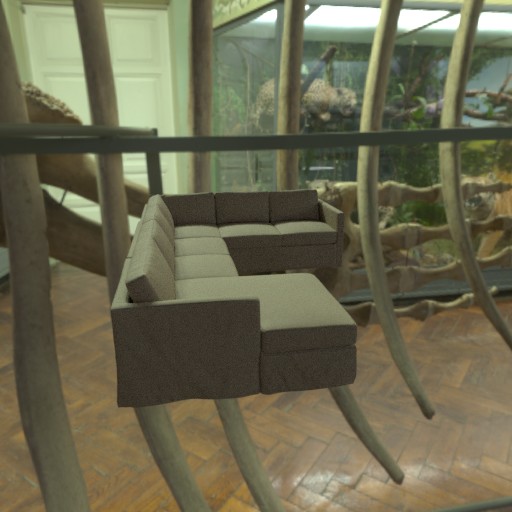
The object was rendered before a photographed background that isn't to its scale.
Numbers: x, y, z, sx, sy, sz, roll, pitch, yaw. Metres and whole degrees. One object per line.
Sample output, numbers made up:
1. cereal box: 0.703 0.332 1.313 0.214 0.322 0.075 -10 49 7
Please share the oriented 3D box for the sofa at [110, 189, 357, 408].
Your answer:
1. sofa: 0.000 0.000 4.565 2.476 0.878 3.528 -3 18 -10
